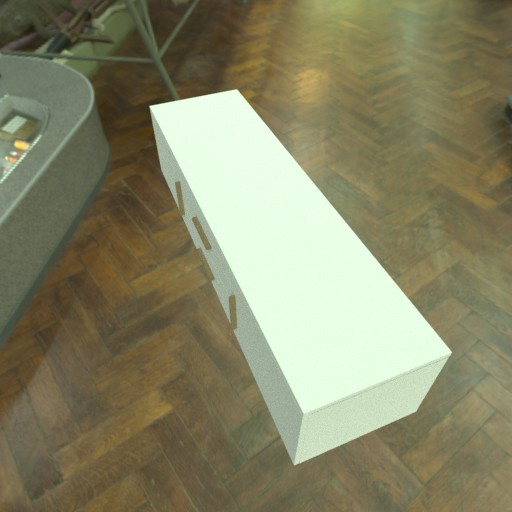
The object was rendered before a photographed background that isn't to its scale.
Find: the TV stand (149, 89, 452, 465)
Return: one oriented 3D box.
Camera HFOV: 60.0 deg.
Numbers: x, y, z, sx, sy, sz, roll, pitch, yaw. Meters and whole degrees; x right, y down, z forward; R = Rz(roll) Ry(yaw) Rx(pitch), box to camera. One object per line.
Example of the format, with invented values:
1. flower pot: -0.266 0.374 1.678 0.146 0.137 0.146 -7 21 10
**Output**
1. TV stand: 0.000 0.000 1.614 0.401 0.560 1.398 -17 49 -15
